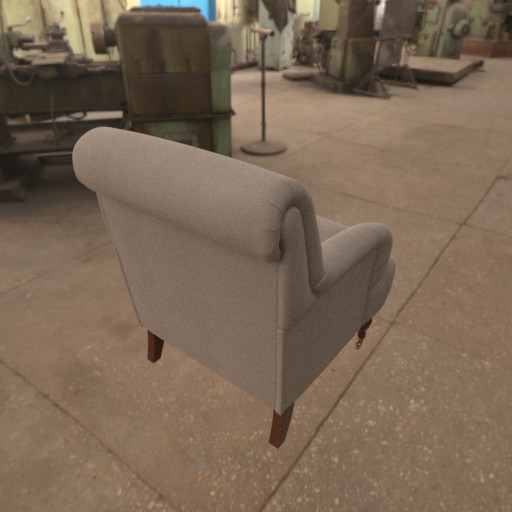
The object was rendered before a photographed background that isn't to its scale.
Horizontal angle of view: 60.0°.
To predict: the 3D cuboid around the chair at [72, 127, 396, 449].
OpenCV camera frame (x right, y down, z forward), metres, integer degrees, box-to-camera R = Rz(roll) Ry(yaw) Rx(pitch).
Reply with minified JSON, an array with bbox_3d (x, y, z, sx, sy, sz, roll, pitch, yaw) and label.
[{"bbox_3d":[0.000,0.000,1.563,0.766,0.942,0.842,23,38,32],"label":"chair"}]
